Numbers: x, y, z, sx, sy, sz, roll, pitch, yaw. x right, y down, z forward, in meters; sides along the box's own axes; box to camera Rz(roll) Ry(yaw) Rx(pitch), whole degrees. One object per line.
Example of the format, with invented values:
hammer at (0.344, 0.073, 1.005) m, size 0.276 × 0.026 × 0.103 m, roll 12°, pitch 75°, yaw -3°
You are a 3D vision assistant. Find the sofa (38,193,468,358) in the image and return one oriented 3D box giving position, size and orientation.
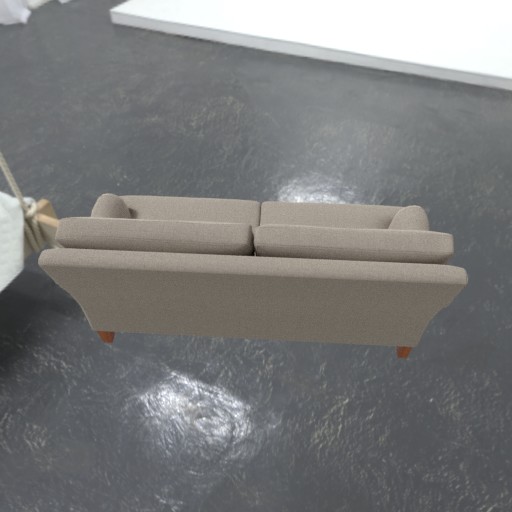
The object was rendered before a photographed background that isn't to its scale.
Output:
sofa at (0.000, 0.000, 2.821) m, size 2.160 × 1.054 × 1.087 m, roll 2°, pitch 47°, yaw 2°
